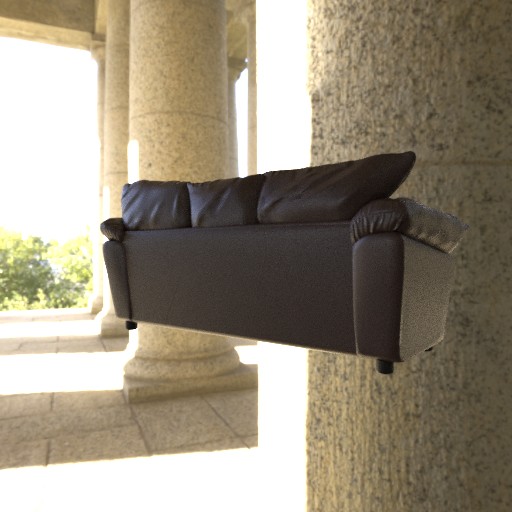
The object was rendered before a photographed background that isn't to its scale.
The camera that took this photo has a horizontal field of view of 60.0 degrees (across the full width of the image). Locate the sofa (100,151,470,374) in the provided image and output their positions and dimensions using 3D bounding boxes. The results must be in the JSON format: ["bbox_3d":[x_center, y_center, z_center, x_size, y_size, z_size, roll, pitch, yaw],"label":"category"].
[{"bbox_3d":[0.000,0.000,2.894,2.390,1.091,0.907,0,0,38],"label":"sofa"}]
